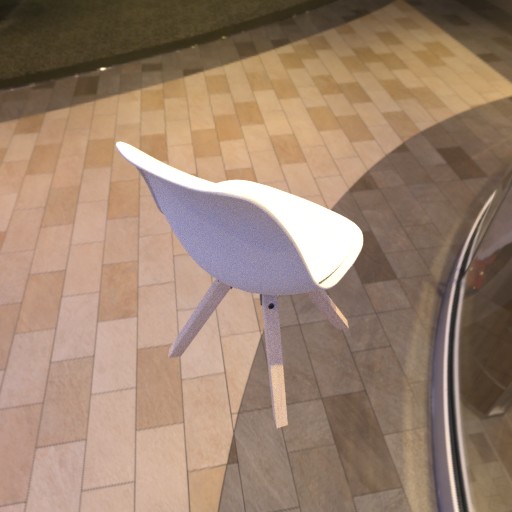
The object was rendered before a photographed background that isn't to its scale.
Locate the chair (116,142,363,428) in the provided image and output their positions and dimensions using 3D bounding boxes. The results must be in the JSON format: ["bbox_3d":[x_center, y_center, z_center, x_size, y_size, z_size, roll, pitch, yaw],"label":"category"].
[{"bbox_3d":[0.000,0.000,1.172,0.485,0.850,0.550,26,51,23],"label":"chair"}]
